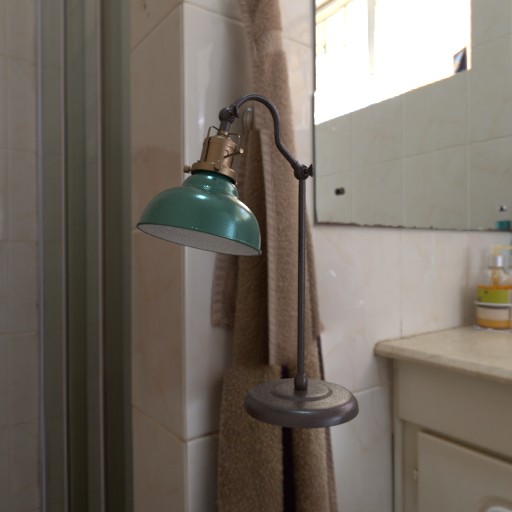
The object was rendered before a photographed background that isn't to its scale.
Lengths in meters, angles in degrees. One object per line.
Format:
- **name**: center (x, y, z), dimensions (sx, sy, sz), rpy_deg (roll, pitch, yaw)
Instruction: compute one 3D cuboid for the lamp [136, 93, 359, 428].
- **lamp**: center (0.000, 0.000, 0.696), dimensions (0.374, 0.508, 0.192), rpy_deg (0, 0, -34)
